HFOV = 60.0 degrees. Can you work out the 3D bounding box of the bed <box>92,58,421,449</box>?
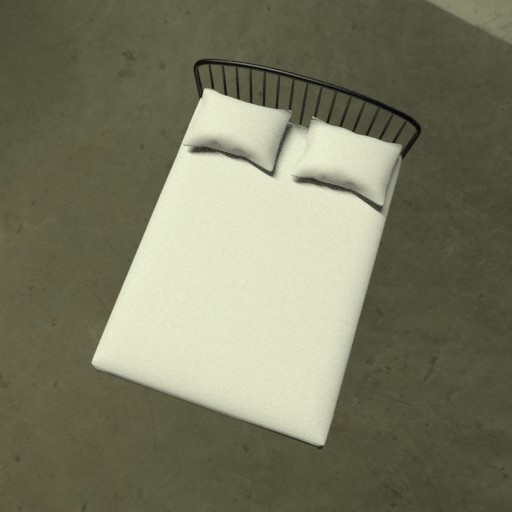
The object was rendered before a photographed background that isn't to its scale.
[{"bbox_3d":[0.000,0.000,3.102,1.618,1.166,2.159,18,76,5],"label":"bed"}]
